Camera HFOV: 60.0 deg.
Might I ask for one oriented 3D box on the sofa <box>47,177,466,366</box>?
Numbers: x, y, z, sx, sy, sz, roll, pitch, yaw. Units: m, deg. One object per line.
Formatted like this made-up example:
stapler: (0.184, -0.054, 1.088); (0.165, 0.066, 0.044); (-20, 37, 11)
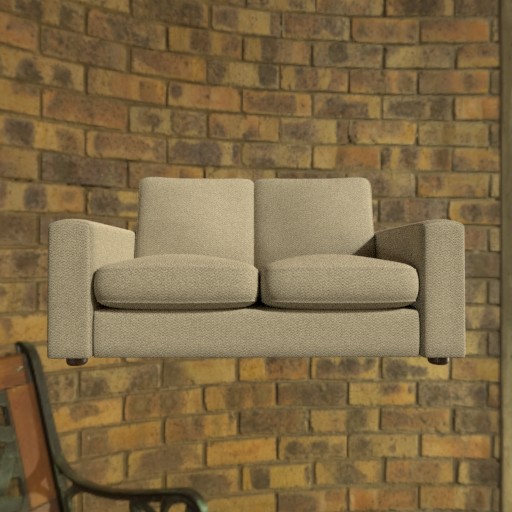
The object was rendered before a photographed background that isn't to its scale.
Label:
sofa: (0.000, 0.000, 2.164); (1.616, 0.873, 1.016); (0, -1, -1)
